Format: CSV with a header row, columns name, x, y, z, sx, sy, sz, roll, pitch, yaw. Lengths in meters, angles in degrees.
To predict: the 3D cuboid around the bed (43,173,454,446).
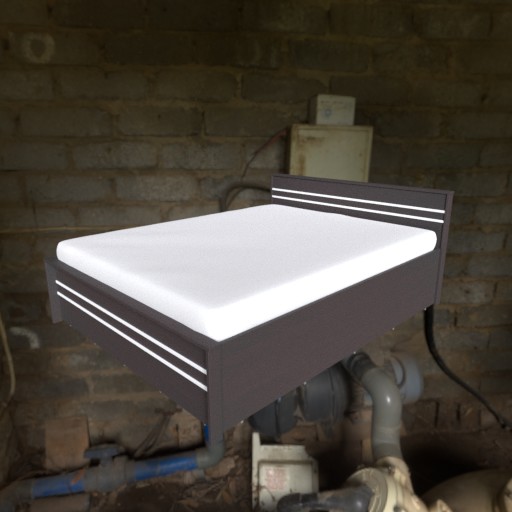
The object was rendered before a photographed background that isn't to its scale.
name,x,y,z,sx,sy,sz,roll,pitch,yaw
bed,0.000,0.000,2.915,2.103,0.808,1.634,-16,22,-42
